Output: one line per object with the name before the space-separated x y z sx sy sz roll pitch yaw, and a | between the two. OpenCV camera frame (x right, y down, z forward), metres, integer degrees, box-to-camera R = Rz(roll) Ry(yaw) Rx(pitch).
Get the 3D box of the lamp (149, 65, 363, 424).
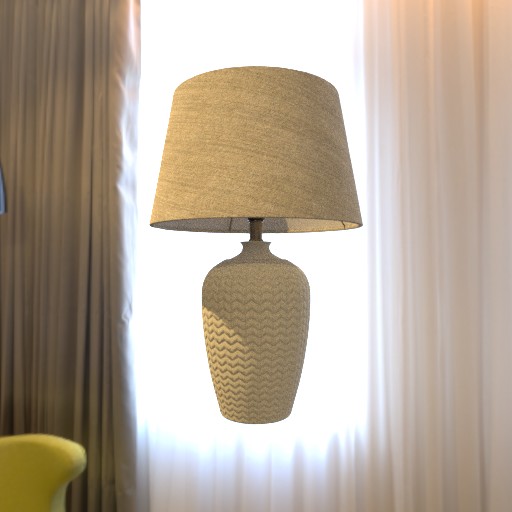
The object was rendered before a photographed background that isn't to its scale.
lamp | 0.000 0.000 0.829 0.390 0.580 0.390 0 -1 0
